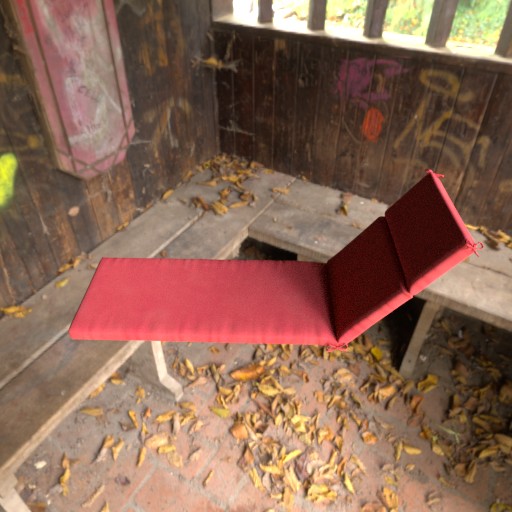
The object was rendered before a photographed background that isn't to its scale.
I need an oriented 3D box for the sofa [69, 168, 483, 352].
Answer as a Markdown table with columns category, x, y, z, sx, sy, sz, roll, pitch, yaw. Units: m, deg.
| category | x | y | z | sx | sy | sz | roll | pitch | yaw |
| --- | --- | --- | --- | --- | --- | --- | --- | --- | --- |
| sofa | 0.000 | 0.000 | 1.980 | 1.663 | 0.622 | 0.582 | 1 | 40 | 1 |
